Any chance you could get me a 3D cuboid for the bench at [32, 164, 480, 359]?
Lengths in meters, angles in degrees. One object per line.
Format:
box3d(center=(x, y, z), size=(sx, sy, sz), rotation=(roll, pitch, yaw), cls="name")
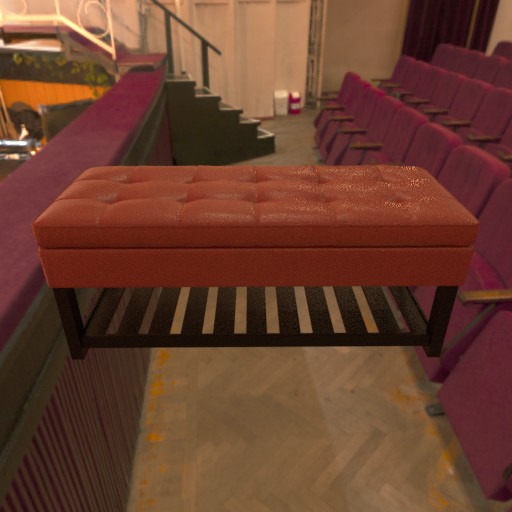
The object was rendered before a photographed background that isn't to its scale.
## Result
box3d(center=(0.000, 0.000, 1.357), size=(1.105, 0.460, 0.432), rotation=(0, 30, 0), cls="bench")
